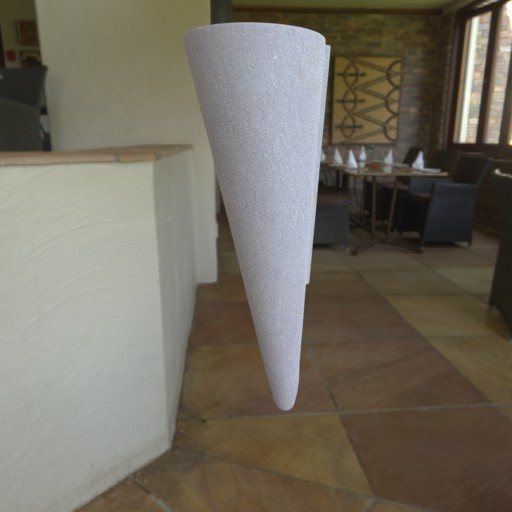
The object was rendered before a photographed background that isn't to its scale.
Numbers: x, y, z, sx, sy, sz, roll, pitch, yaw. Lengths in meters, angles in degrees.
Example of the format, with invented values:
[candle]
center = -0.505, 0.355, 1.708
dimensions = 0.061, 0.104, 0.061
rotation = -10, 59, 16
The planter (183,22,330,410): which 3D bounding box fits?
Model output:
[planter]
center = 0.000, 0.000, 0.290
dimensions = 0.078, 0.259, 0.087
rotation = 14, 20, 43
